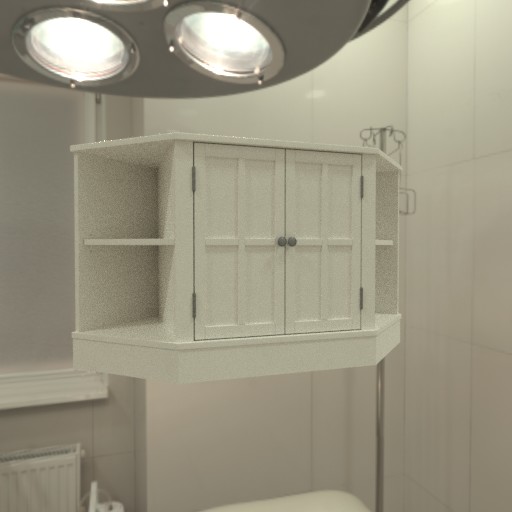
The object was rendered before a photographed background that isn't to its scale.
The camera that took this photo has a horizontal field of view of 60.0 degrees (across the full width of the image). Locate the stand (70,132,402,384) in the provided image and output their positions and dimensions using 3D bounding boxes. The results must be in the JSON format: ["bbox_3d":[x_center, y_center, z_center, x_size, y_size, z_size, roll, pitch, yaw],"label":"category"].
[{"bbox_3d":[0.000,0.000,1.387,1.072,0.614,0.477,0,1,-18],"label":"stand"}]
